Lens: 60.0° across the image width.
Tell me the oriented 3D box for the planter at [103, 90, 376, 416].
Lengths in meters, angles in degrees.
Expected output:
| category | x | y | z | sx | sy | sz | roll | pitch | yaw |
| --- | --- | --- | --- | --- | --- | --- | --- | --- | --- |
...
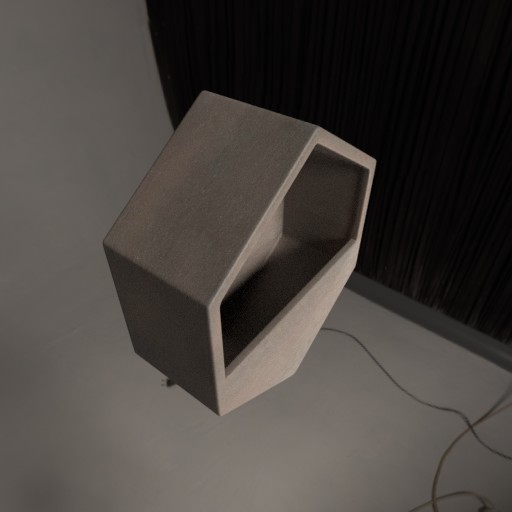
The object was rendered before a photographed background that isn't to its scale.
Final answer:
| category | x | y | z | sx | sy | sz | roll | pitch | yaw |
| --- | --- | --- | --- | --- | --- | --- | --- | --- | --- |
| planter | 0.000 | 0.000 | 0.299 | 0.077 | 0.206 | 0.169 | 27 | 48 | 27 |
